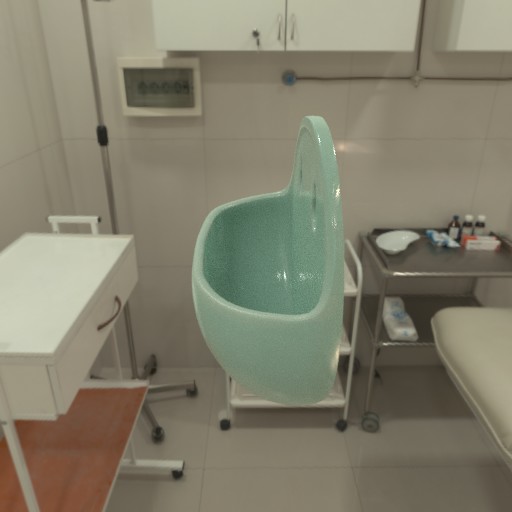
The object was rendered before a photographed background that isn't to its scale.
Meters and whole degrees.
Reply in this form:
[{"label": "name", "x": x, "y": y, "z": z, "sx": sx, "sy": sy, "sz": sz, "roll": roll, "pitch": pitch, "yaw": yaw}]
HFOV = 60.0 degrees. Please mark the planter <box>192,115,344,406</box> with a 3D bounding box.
[{"label": "planter", "x": 0.000, "y": 0.000, "z": 0.272, "sx": 0.073, "sy": 0.164, "sz": 0.189, "roll": 0, "pitch": 25, "yaw": -1}]
